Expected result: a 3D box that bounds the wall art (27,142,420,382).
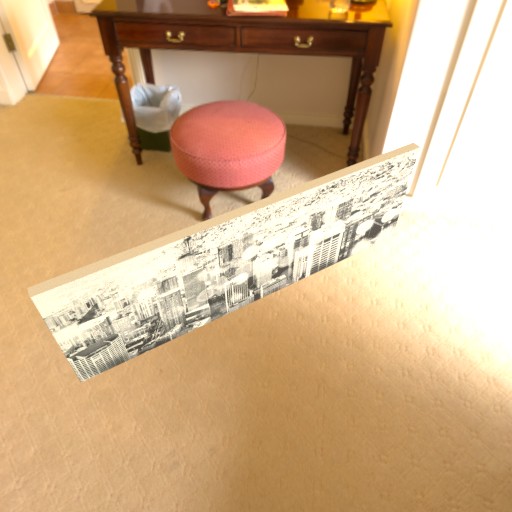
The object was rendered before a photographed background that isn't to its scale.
[{"bbox_3d":[0.000,0.000,1.725,1.520,0.507,0.044,-23,51,-20],"label":"wall art"}]
